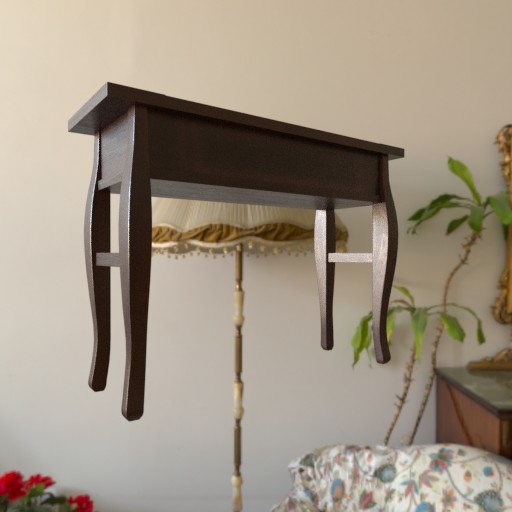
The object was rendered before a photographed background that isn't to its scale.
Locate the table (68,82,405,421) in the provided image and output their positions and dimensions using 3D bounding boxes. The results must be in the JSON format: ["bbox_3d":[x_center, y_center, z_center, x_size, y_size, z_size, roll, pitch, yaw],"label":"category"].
[{"bbox_3d":[0.000,0.000,1.428,1.062,0.768,0.373,0,0,-36],"label":"table"}]
